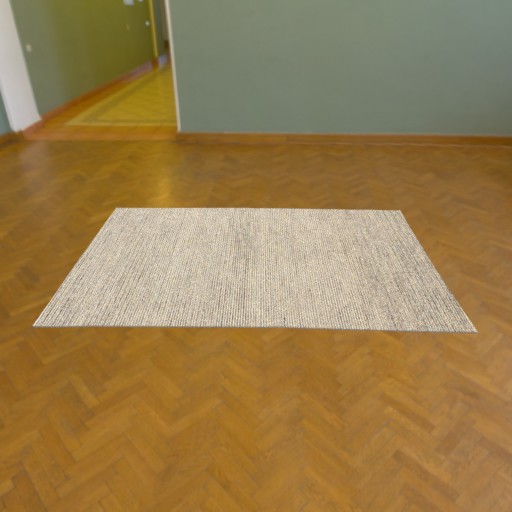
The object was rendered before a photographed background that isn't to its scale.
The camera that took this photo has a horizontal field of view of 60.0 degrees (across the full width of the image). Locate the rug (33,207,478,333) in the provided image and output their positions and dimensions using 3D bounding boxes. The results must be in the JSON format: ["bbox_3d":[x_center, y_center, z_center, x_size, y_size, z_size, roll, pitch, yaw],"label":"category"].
[{"bbox_3d":[0.000,0.000,2.287,1.804,0.022,1.162,1,31,1],"label":"rug"}]
